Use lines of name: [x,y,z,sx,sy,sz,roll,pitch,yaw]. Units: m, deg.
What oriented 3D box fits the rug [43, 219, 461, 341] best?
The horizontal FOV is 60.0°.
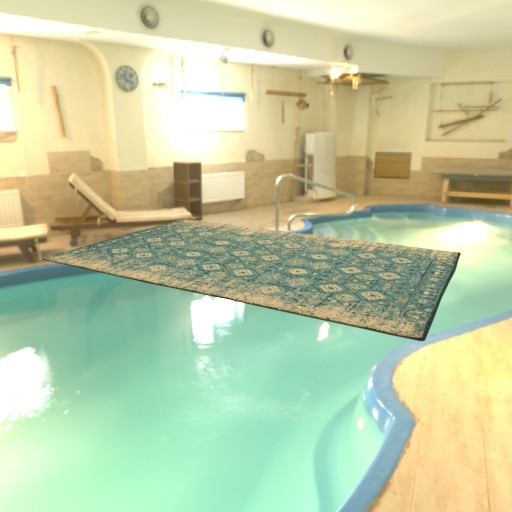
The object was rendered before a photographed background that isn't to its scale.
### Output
rug: [0.000,0.000,3.028,2.449,0.015,1.530,9,18,28]
